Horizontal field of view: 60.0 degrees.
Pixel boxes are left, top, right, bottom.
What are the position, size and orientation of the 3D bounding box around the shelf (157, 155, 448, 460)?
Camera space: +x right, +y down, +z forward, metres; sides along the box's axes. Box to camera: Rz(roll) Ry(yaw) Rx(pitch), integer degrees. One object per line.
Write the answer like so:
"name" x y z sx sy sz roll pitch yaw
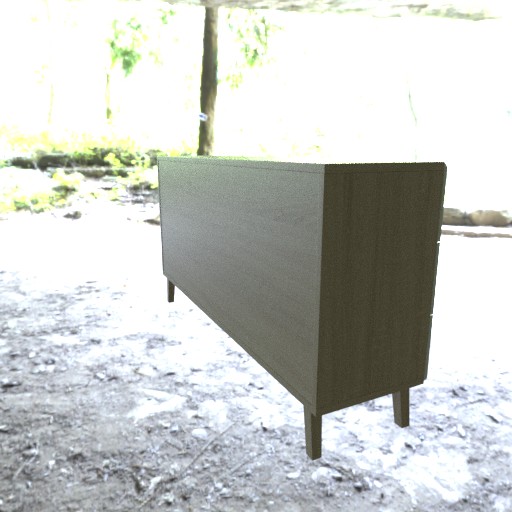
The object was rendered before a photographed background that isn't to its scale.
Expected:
"shelf" 0.000 0.000 1.803 0.400 0.780 1.490 -7 15 -26
